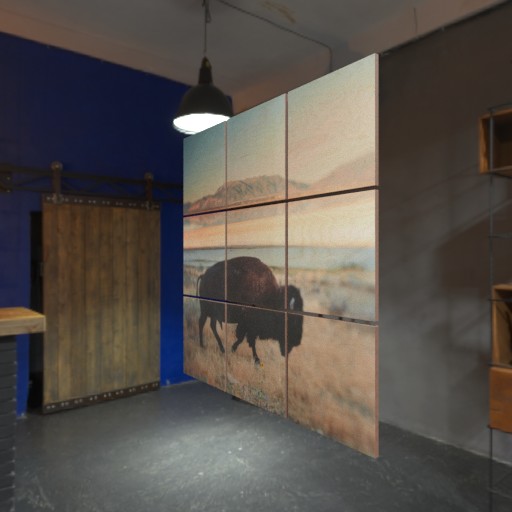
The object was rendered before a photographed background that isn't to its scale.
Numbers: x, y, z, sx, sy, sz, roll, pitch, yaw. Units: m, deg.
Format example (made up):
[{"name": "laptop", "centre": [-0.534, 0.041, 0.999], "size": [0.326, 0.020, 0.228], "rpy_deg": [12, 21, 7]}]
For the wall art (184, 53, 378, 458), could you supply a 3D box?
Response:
[{"name": "wall art", "centre": [0.000, 0.000, 1.355], "size": [0.018, 0.904, 0.906], "rpy_deg": [0, 0, -37]}]
